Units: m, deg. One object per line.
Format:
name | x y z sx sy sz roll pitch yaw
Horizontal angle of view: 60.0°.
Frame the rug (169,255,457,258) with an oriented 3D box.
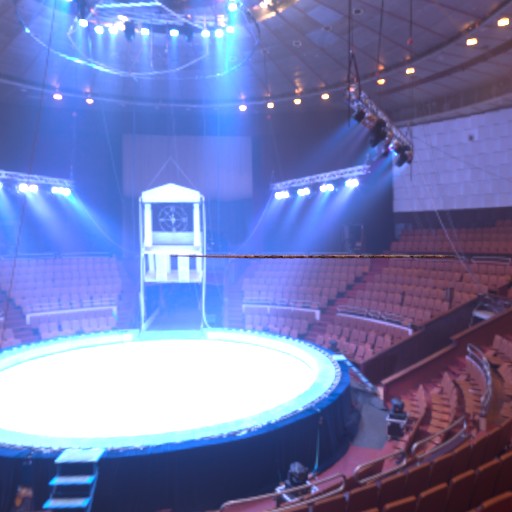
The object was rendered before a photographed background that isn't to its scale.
rug | 0.000 0.000 2.646 0.769 0.013 2.440 0 0 -17
